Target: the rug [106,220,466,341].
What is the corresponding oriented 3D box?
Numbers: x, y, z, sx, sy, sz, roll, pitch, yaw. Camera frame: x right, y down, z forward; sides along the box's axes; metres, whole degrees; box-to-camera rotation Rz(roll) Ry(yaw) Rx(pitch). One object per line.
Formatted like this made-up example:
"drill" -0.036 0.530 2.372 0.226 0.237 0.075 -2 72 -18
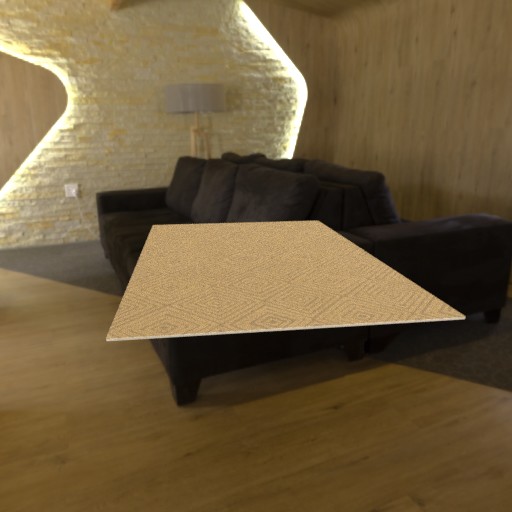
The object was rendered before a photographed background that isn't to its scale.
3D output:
"rug" 0.000 0.000 2.215 1.143 0.008 1.753 -2 15 -8
